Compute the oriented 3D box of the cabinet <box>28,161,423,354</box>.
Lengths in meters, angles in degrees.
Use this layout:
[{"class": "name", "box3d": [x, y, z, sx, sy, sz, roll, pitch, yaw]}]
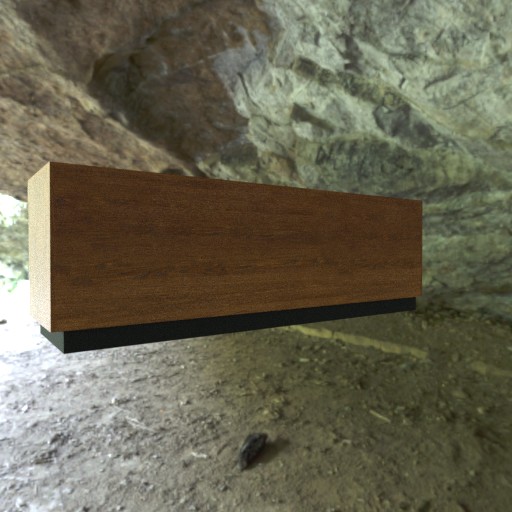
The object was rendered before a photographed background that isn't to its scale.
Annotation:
[{"class": "cabinet", "box3d": [0.000, 0.000, 1.787, 1.600, 0.510, 0.419, -1, 1, -35]}]
